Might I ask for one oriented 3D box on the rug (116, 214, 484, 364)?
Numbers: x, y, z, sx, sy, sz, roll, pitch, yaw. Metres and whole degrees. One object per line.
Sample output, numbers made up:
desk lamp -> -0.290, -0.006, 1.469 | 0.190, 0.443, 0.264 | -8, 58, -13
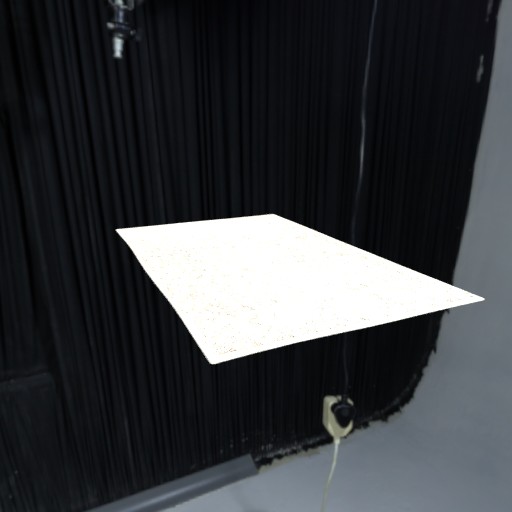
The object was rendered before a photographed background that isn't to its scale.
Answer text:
rug -> 0.000, 0.000, 3.074 | 1.529, 0.012, 2.435 | -8, 19, -24
